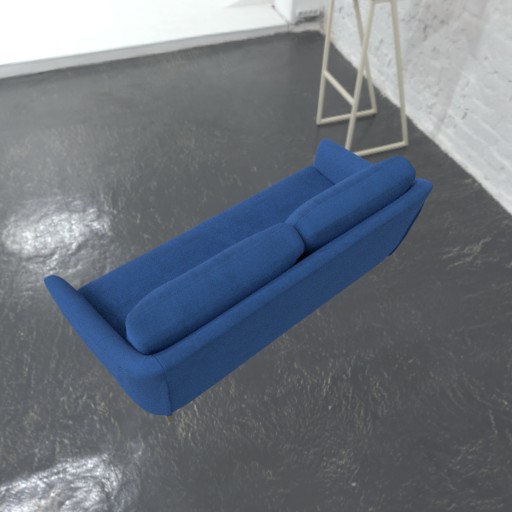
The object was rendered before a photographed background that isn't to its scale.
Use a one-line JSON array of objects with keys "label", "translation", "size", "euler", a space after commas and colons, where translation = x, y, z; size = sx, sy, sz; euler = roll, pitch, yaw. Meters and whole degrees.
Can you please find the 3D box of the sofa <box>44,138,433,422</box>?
[{"label": "sofa", "translation": [0.000, 0.000, 2.535], "size": [2.036, 0.903, 0.960], "euler": [-31, 55, -25]}]
